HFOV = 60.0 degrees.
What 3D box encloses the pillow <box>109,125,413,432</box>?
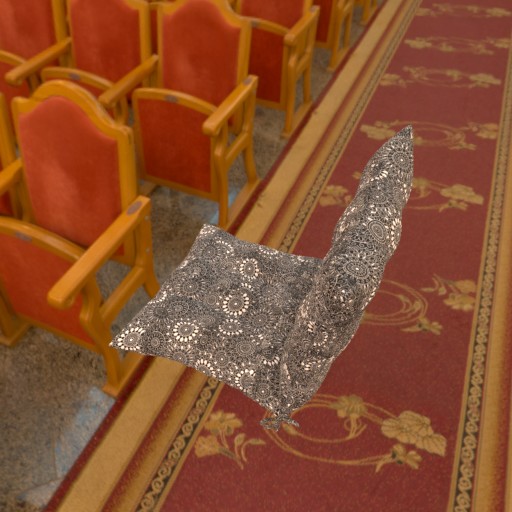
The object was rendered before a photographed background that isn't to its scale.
[{"bbox_3d":[0.000,0.000,1.029,0.585,0.536,0.541,18,50,16],"label":"pillow"}]
